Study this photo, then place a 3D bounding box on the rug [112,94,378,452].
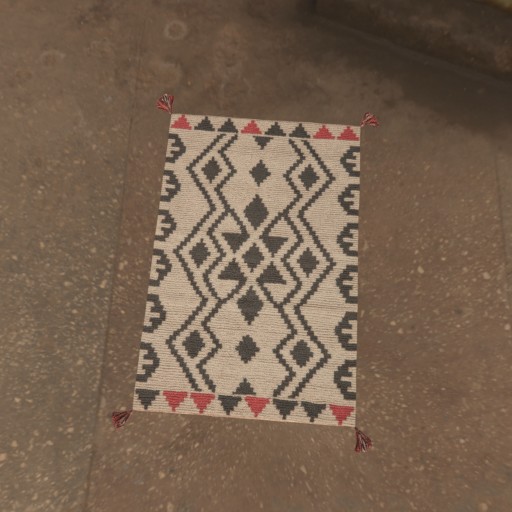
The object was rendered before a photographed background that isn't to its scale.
[{"bbox_3d":[0.000,0.000,2.619,1.444,0.067,2.069,4,76,1],"label":"rug"}]
